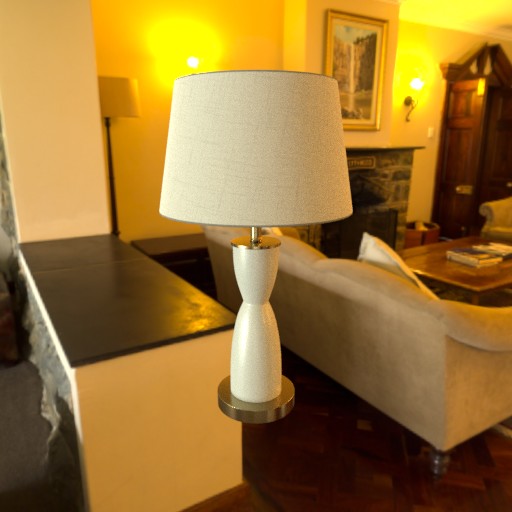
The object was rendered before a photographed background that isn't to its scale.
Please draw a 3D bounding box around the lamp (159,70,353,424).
[{"bbox_3d":[0.000,0.000,0.742,0.309,0.545,0.309,0,14,0],"label":"lamp"}]
